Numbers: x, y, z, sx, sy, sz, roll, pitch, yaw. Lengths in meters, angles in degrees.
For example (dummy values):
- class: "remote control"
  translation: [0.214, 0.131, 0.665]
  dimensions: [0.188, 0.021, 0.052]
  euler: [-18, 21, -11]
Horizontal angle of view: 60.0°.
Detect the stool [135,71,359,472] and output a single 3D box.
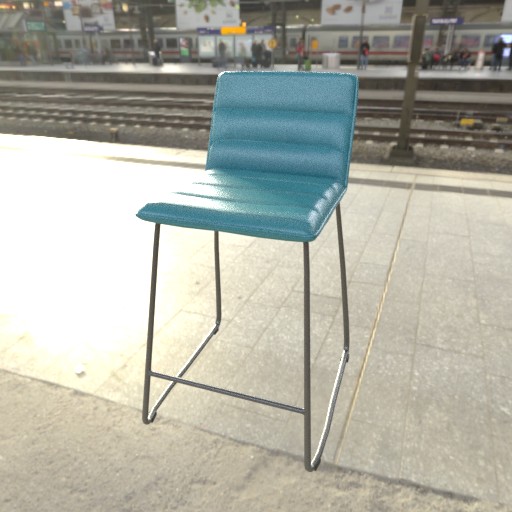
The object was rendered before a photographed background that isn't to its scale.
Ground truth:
- class: "stool"
  translation: [0.000, 0.000, 1.149]
  dimensions: [0.489, 0.866, 0.524]
  euler: [8, 26, 17]
